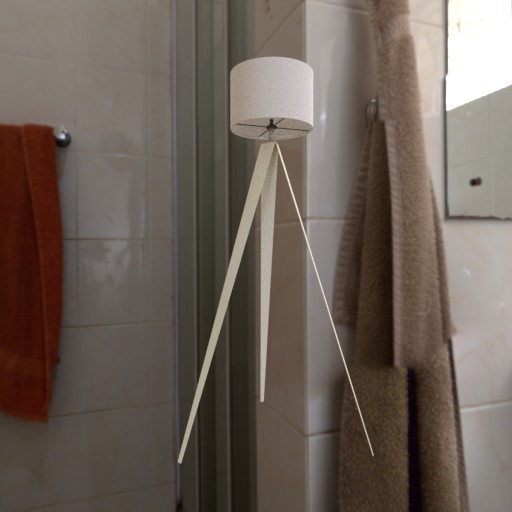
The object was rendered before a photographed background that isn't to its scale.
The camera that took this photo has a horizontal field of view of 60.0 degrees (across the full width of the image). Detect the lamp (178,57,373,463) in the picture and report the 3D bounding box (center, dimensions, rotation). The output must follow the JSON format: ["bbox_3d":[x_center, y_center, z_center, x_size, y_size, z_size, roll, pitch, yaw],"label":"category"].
[{"bbox_3d":[0.000,0.000,1.909,0.724,1.524,0.716,0,1,-18],"label":"lamp"}]
